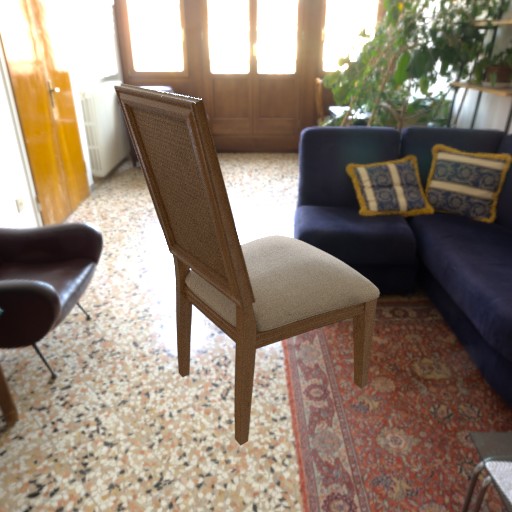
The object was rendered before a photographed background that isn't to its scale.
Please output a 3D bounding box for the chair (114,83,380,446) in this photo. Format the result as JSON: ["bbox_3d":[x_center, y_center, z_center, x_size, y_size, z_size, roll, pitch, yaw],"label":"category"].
[{"bbox_3d":[0.000,0.000,1.359,0.601,0.988,0.536,-18,31,-32],"label":"chair"}]
